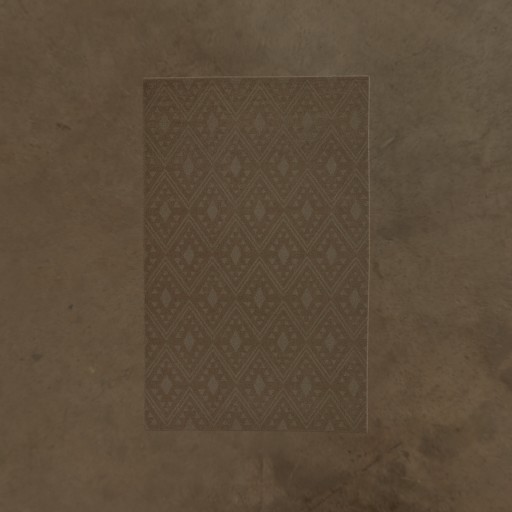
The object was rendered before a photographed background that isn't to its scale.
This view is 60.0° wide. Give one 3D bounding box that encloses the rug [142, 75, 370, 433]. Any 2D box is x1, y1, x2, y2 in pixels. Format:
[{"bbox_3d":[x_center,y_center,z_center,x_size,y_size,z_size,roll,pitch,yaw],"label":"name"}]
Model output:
[{"bbox_3d":[0.000,0.000,3.036,1.553,0.053,2.430,0,92,2],"label":"rug"}]
